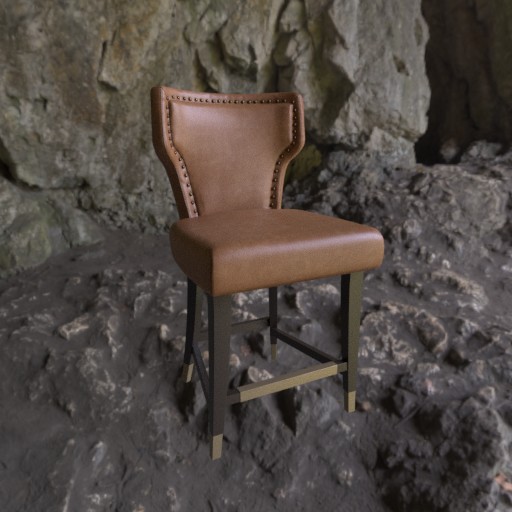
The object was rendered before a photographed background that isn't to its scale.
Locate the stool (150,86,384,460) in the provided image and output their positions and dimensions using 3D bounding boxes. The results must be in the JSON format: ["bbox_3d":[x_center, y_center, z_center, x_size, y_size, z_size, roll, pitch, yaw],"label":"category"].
[{"bbox_3d":[0.000,0.000,1.356,0.526,0.982,0.563,-8,18,-26],"label":"stool"}]
